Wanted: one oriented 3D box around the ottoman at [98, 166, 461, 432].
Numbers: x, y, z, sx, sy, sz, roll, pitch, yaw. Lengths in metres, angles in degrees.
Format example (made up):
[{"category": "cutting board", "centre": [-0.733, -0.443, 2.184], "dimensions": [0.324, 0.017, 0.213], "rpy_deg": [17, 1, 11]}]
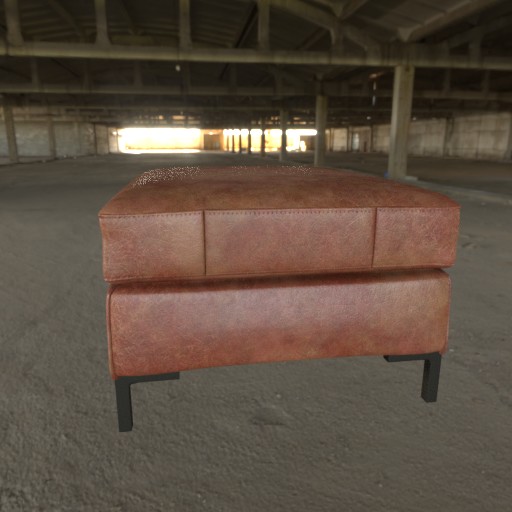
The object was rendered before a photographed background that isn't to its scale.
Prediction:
[{"category": "ottoman", "centre": [0.000, 0.000, 1.736], "dimensions": [0.965, 0.667, 1.186], "rpy_deg": [-2, 15, -9]}]
